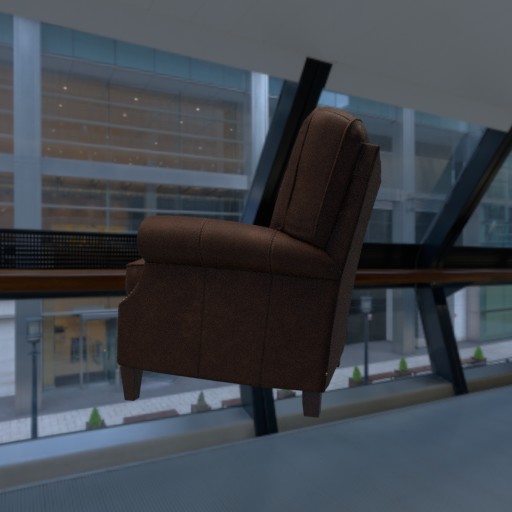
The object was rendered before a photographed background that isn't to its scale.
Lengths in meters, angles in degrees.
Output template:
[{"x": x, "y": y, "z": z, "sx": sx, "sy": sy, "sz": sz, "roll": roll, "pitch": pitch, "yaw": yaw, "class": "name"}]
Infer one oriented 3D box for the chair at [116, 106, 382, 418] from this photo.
[{"x": 0.000, "y": 0.000, "z": 1.817, "sx": 0.986, "sy": 1.018, "sz": 0.936, "roll": 0, "pitch": 0, "yaw": 16, "class": "chair"}]
